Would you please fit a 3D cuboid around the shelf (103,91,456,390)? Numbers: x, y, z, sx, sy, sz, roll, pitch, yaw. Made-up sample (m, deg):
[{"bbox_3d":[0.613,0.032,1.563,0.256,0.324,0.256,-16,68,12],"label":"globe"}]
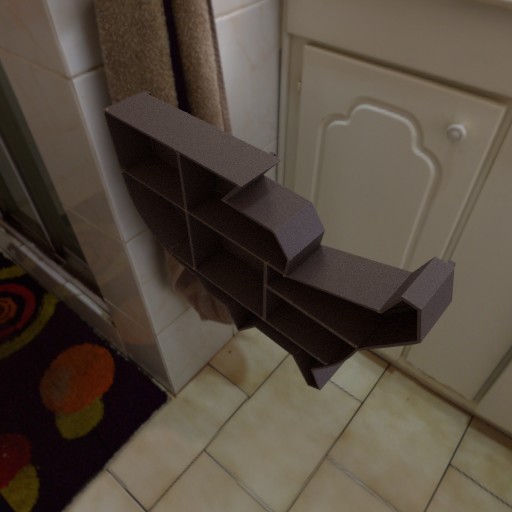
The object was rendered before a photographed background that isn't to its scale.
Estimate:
[{"bbox_3d":[0.000,0.000,0.913,0.729,0.439,0.112,33,54,27],"label":"shelf"}]
